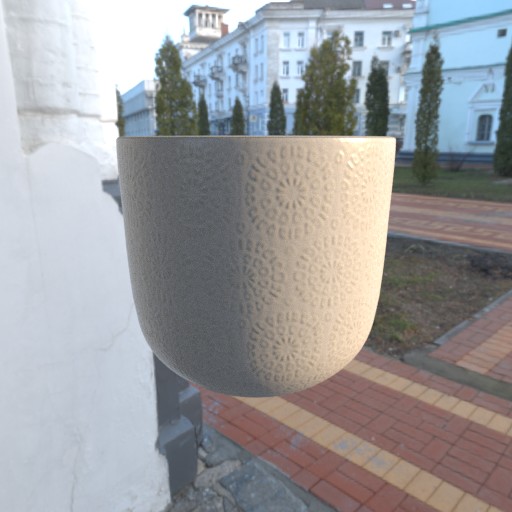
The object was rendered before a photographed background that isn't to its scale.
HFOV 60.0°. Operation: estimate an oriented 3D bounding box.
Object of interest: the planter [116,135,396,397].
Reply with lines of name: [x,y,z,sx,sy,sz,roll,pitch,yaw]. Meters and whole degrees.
planter: [0.000,0.000,0.367,0.208,0.190,0.208,0,15,0]
